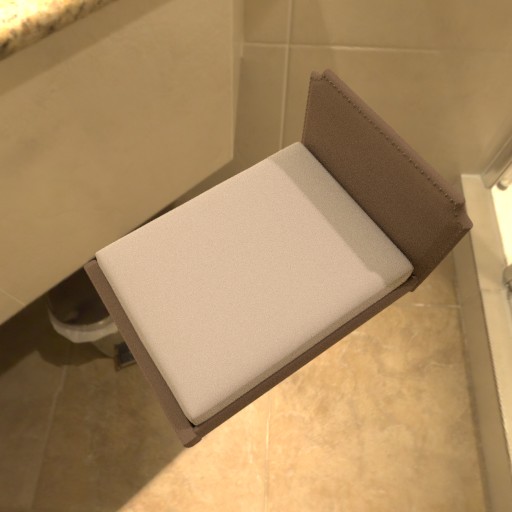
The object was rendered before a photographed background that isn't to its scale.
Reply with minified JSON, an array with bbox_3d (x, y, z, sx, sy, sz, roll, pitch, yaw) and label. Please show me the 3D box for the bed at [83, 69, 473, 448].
[{"bbox_3d":[0.000,0.000,3.461,2.372,1.443,1.713,-31,68,-14],"label":"bed"}]
